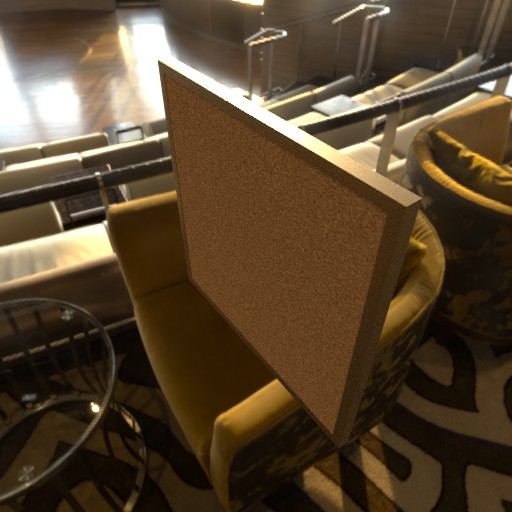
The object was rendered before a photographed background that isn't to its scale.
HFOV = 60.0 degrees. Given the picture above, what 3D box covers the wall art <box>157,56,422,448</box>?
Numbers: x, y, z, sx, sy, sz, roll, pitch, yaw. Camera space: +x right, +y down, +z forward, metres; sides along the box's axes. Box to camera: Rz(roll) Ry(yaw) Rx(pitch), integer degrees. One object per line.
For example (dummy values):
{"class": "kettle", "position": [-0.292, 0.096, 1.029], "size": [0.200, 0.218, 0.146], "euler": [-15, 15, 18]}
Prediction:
{"class": "wall art", "position": [0.000, 0.000, 1.124], "size": [0.036, 0.765, 0.767], "euler": [-26, 48, -26]}
